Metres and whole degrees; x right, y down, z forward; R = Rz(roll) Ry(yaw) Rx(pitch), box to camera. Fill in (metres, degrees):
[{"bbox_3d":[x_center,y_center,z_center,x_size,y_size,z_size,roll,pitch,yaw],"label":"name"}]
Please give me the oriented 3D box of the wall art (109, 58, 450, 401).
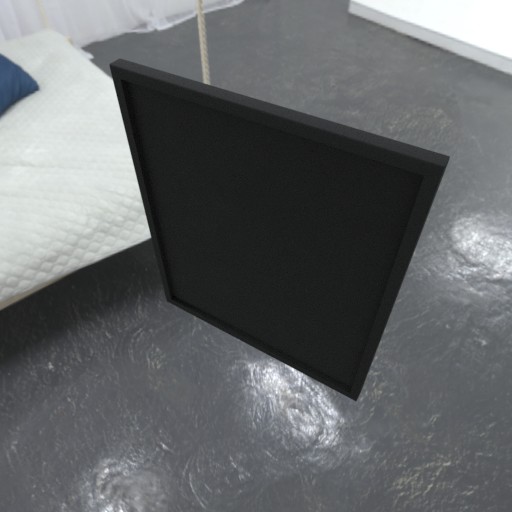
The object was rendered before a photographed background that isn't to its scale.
[{"bbox_3d":[0.000,0.000,0.689,0.432,0.508,0.021,24,52,21],"label":"wall art"}]
